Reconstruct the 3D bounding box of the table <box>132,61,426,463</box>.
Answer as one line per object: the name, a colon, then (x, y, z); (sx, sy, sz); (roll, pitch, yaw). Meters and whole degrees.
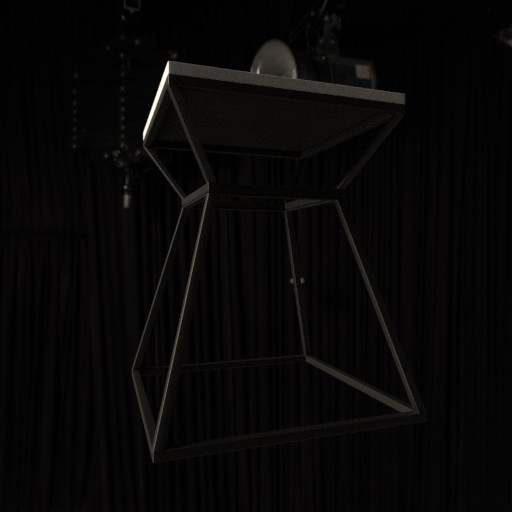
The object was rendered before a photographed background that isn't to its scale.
table: (0.000, 0.000, 0.889); (0.455, 0.559, 0.455); (0, 1, -19)
